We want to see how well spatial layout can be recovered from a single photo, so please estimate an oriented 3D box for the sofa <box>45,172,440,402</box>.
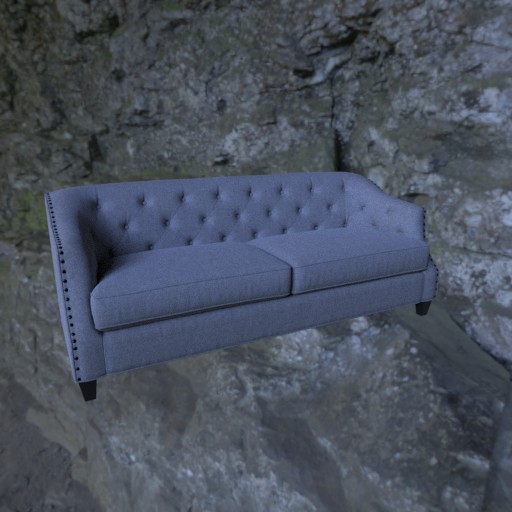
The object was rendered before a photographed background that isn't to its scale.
[{"bbox_3d":[0.000,0.000,2.717,2.235,0.901,0.914,-8,18,-26],"label":"sofa"}]
